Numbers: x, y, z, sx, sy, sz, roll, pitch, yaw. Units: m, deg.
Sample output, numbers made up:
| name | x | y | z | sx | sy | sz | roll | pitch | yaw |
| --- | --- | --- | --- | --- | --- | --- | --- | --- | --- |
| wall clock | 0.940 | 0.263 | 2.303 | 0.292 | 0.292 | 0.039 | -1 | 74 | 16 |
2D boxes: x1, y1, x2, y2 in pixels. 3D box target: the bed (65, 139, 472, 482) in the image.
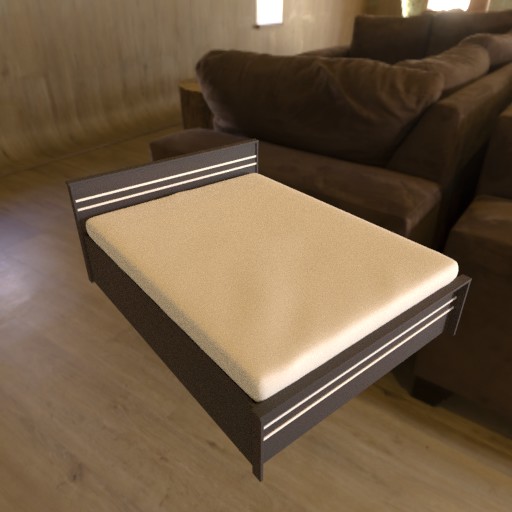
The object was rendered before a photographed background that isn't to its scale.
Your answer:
| name | x | y | z | sx | sy | sz | roll | pitch | yaw |
| --- | --- | --- | --- | --- | --- | --- | --- | --- | --- |
| bed | 0.000 | 0.000 | 2.942 | 1.634 | 0.808 | 2.103 | -22 | 37 | -32 |
